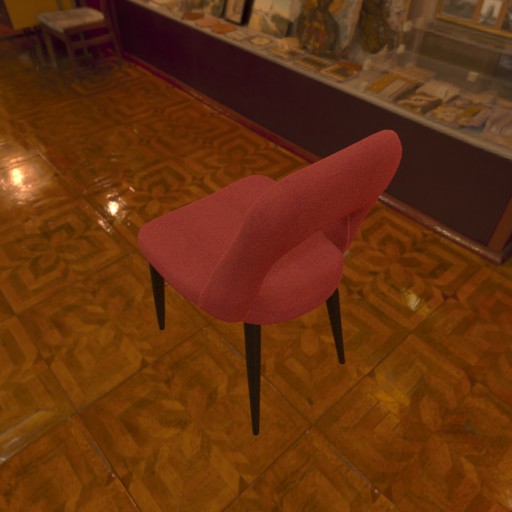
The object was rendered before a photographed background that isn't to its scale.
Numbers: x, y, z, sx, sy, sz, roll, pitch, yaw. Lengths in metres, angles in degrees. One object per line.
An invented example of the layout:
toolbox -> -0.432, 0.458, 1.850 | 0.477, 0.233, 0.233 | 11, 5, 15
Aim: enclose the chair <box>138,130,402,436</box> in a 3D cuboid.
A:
chair -> 0.000, 0.000, 1.222 | 0.483, 0.892, 0.569 | -30, 52, -27
